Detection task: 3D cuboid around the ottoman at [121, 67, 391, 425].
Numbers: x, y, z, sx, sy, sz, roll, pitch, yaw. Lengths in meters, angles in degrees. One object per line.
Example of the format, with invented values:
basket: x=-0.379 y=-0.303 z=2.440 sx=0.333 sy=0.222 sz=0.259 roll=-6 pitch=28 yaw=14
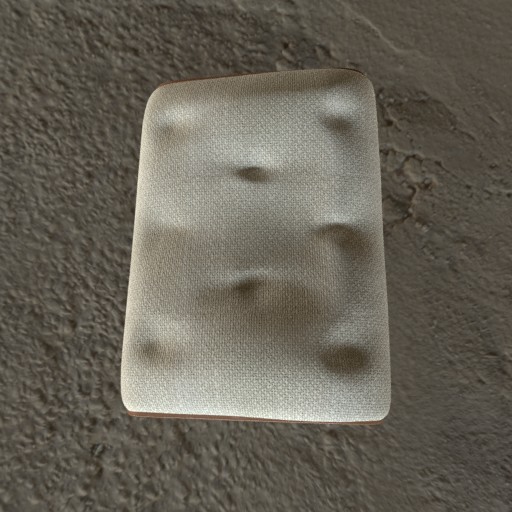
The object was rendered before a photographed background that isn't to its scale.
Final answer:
ottoman: x=0.000 y=0.000 z=0.787 sx=0.394 sy=0.391 sz=0.520 roll=1 pitch=76 yaw=0
